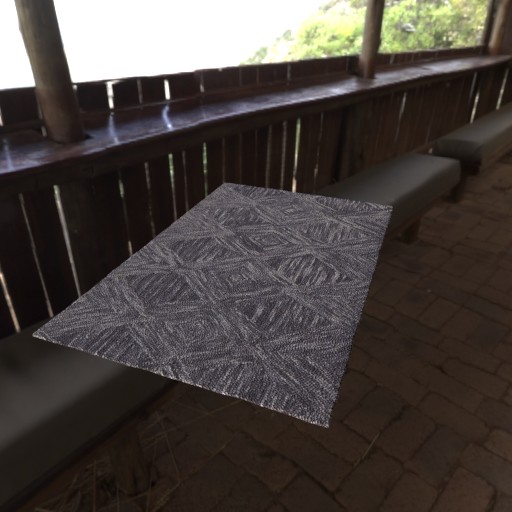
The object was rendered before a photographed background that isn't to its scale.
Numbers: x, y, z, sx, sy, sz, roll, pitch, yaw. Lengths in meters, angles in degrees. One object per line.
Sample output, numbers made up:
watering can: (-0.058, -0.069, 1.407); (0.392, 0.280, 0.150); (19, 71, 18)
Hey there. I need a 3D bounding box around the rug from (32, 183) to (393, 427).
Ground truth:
rug: (0.000, 0.000, 2.282); (1.186, 0.012, 1.814); (11, 32, 18)
